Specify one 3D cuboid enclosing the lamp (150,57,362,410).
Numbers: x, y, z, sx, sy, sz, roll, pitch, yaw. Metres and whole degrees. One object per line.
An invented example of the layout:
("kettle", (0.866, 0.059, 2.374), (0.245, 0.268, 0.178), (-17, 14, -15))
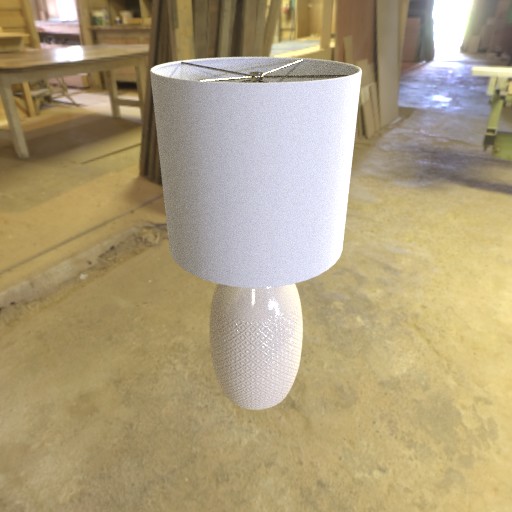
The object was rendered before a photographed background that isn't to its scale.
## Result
("lamp", (0.000, 0.000, 0.574), (0.217, 0.453, 0.217), (17, 34, 28))
